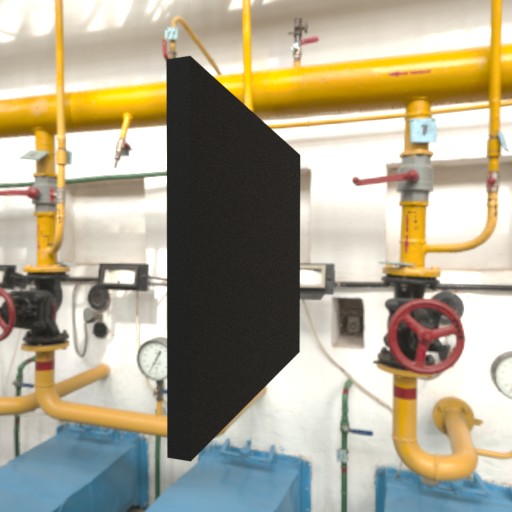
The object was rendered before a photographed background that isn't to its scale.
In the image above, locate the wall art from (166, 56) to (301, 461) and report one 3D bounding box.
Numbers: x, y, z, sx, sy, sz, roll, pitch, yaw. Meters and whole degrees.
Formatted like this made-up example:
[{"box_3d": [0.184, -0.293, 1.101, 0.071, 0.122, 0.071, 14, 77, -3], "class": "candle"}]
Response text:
[{"box_3d": [0.000, 0.000, 0.768, 0.031, 0.457, 0.558, 0, 1, 18], "class": "wall art"}]
